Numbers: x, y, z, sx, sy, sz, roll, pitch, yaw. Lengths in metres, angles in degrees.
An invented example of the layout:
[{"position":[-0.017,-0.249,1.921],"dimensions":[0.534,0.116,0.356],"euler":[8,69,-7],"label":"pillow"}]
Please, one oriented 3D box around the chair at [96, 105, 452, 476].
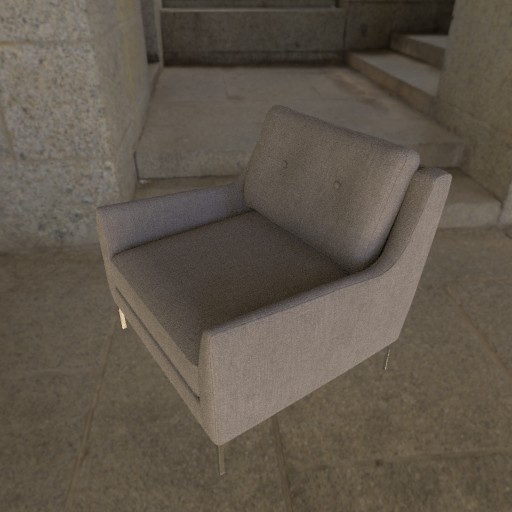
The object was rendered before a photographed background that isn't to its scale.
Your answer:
[{"position":[0.000,0.000,1.553],"dimensions":[0.849,0.828,0.847],"euler":[-21,38,-29],"label":"chair"}]
